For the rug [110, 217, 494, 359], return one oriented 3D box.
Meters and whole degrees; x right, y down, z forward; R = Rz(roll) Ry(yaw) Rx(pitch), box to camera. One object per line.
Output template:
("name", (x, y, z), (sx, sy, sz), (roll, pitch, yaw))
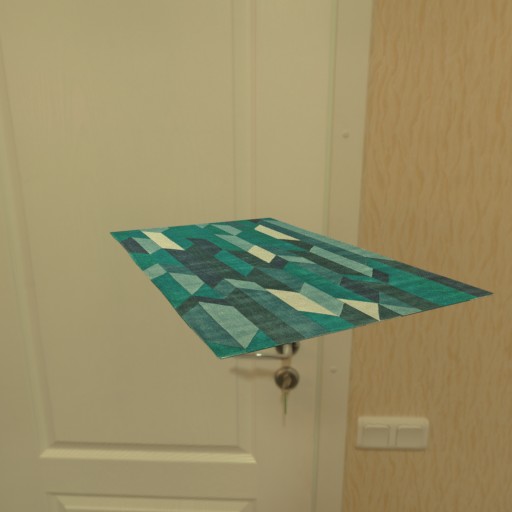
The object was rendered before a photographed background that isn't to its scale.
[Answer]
("rug", (0.000, 0.000, 2.979), (1.528, 0.005, 2.420), (-8, 17, -26))
